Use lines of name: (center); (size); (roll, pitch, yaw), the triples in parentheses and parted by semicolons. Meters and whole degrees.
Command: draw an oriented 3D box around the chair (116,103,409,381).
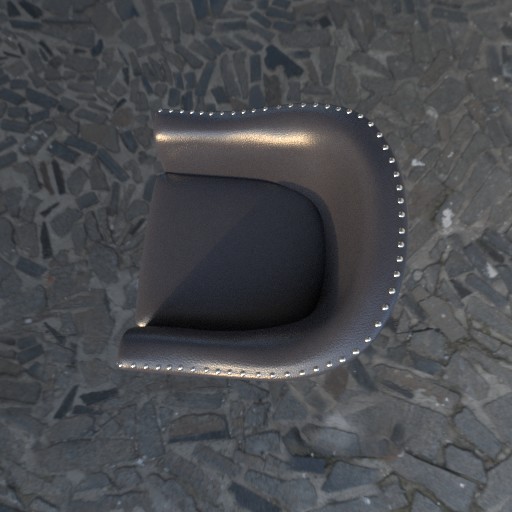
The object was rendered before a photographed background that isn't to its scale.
chair: (0.000, 0.000, 1.470); (0.748, 0.823, 0.794); (4, 75, 1)
